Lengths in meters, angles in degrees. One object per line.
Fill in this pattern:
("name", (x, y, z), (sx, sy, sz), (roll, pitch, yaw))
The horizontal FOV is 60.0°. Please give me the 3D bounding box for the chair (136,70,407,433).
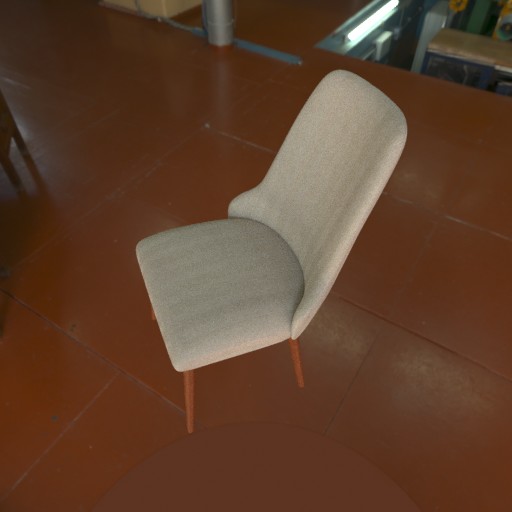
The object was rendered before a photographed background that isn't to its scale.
("chair", (0.000, 0.000, 1.336), (0.684, 0.917, 0.526), (-17, 50, -15))
